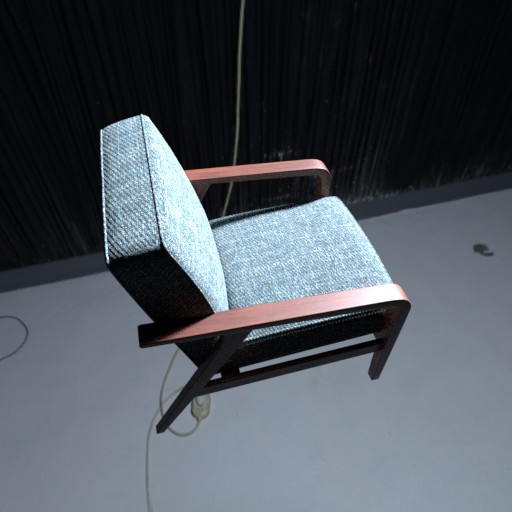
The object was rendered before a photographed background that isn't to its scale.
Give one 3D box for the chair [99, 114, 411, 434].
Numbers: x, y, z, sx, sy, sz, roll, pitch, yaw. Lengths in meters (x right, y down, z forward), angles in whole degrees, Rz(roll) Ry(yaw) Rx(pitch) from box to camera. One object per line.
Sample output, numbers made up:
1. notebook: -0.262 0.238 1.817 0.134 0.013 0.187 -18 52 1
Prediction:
1. chair: 0.000 0.000 1.524 0.889 0.864 0.719 -11 48 -10
